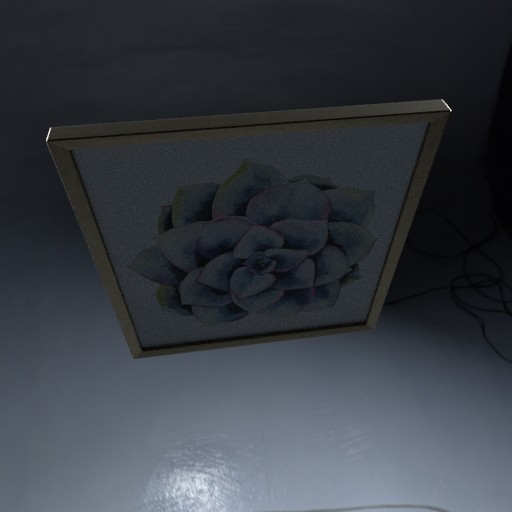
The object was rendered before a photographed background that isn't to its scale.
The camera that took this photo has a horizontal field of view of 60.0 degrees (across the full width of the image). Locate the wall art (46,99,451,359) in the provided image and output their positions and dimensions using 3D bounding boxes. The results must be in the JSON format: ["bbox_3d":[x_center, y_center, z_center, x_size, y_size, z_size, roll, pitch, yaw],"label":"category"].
[{"bbox_3d":[0.000,0.000,0.740,0.503,0.506,0.030,-6,47,-5],"label":"wall art"}]
